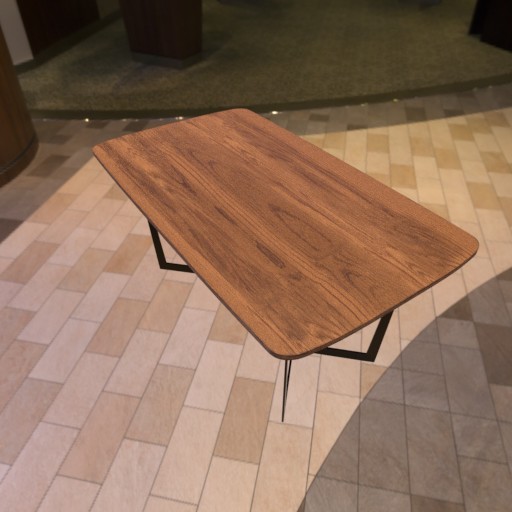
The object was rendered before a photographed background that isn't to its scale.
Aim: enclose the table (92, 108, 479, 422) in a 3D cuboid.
[{"bbox_3d":[0.000,0.000,2.148,0.949,0.765,1.643,-24,45,-26],"label":"table"}]
